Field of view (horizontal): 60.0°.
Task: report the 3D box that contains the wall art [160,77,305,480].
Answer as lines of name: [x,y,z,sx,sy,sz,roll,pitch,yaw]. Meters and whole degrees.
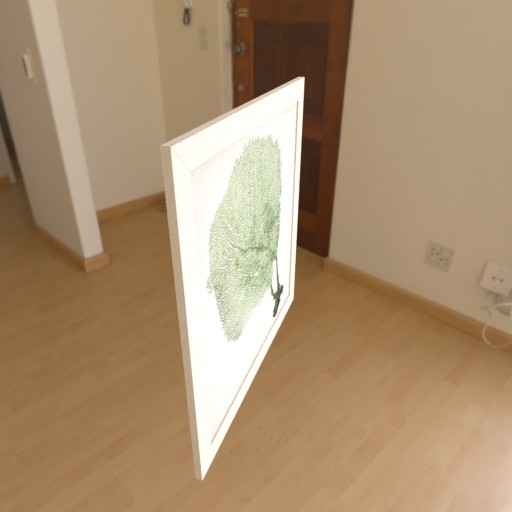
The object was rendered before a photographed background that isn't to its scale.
wall art: [0.000,0.000,0.870,0.013,0.584,0.584,10,31,17]
